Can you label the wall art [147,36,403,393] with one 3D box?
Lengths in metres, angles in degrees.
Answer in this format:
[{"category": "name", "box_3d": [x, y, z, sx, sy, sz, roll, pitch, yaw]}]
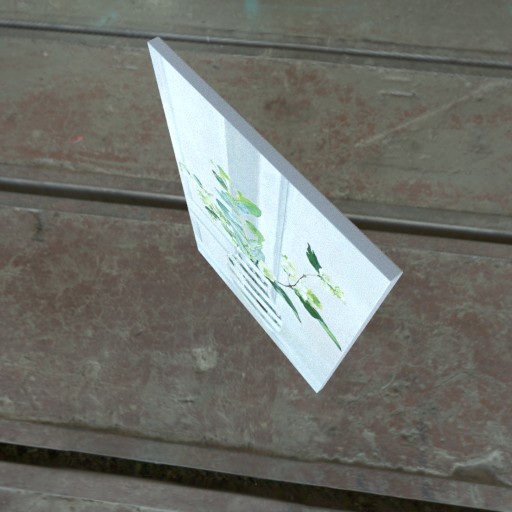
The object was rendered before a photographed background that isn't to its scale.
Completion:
[{"category": "wall art", "box_3d": [0.000, 0.000, 1.591, 0.038, 1.212, 0.914, -35, 68, -16]}]
